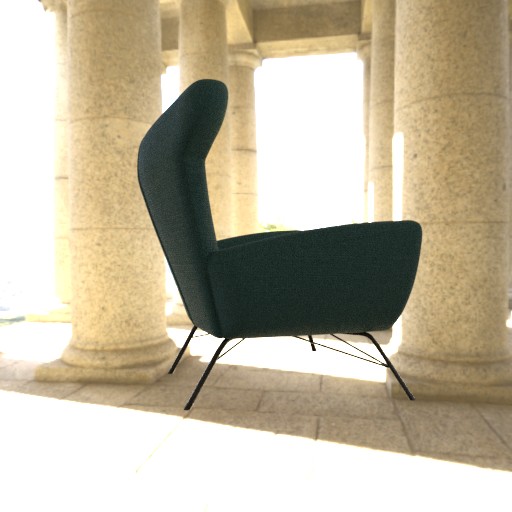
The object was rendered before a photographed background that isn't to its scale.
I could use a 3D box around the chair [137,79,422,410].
[{"bbox_3d":[0.000,0.000,1.738,0.900,0.980,1.050,0,1,-19],"label":"chair"}]
